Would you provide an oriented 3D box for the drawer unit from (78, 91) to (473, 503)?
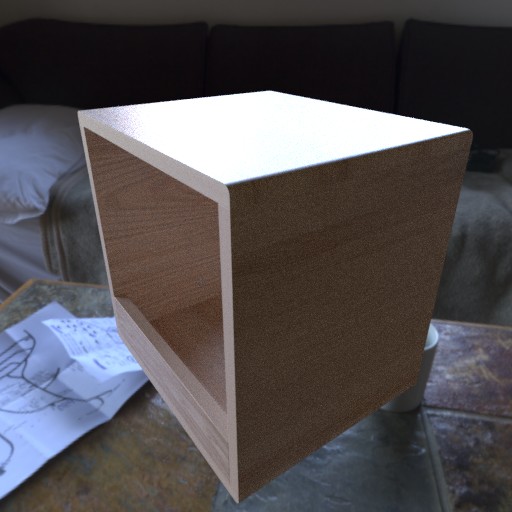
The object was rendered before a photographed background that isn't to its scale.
[{"bbox_3d":[0.000,0.000,0.572,0.290,0.344,0.344,-19,33,-31],"label":"drawer unit"}]
